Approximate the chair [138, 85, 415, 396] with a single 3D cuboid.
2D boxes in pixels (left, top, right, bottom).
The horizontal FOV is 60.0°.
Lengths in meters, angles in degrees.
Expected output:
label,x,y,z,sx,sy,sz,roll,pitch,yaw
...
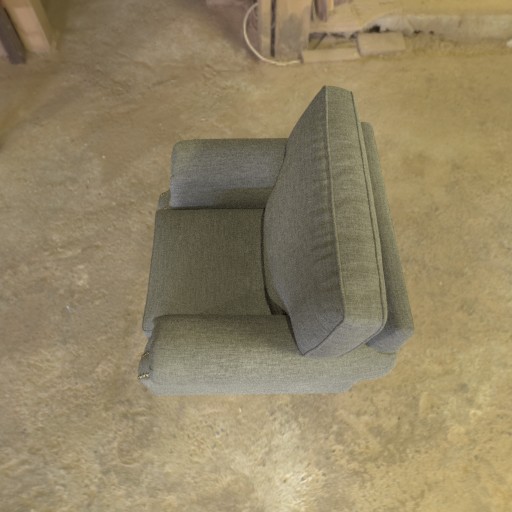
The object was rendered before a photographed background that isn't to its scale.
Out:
label,x,y,z,sx,sy,sz,roll,pitch,yaw
chair,0.000,0.000,1.830,0.965,0.961,1.092,-1,60,0
